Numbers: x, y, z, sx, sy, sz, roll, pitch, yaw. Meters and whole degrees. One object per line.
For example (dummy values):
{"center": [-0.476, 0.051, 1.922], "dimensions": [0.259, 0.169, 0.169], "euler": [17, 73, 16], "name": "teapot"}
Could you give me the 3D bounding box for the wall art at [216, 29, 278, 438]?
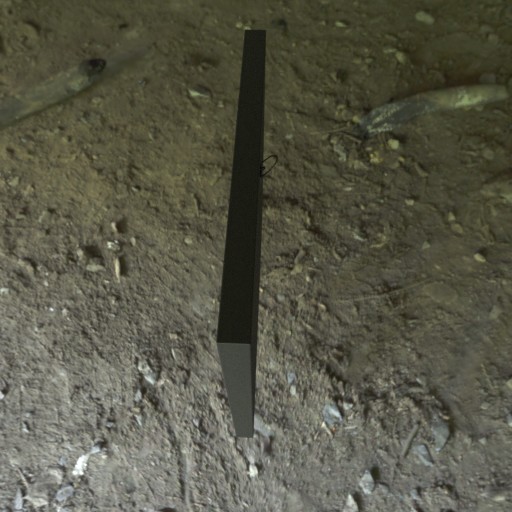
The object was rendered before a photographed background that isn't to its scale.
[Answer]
{"center": [0.000, 0.000, 0.528], "dimensions": [0.038, 0.349, 0.349], "euler": [2, 58, 1], "name": "wall art"}
